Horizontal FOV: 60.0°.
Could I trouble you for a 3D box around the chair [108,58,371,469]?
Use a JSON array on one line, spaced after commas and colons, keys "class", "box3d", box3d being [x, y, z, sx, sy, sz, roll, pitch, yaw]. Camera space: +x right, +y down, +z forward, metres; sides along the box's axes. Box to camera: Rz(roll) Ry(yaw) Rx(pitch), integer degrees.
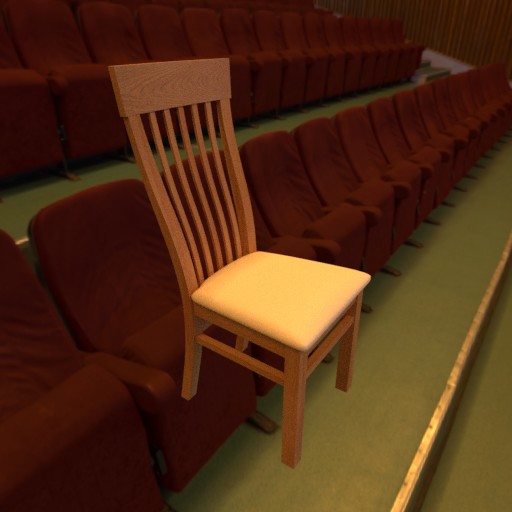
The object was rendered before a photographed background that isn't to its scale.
[{"class": "chair", "box3d": [0.000, 0.000, 1.324, 0.580, 1.050, 0.450, 17, 31, 30]}]
